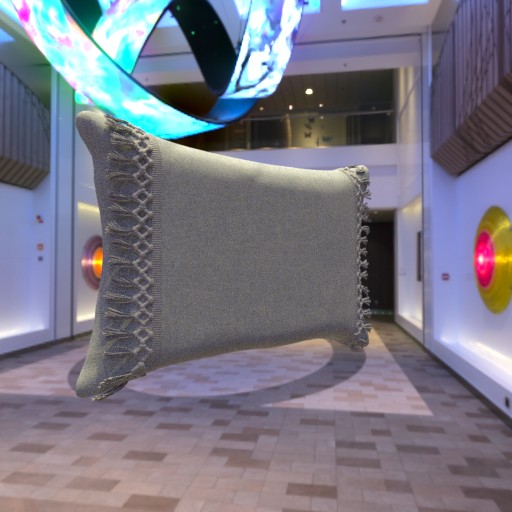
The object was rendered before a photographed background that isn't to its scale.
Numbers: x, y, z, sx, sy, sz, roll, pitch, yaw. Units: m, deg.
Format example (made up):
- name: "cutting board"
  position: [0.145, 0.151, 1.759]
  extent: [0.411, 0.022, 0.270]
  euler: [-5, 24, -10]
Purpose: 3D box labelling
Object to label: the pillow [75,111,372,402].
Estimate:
- name: "pillow"
  position: [0.000, 0.000, 0.596]
  extent: [0.466, 0.305, 0.084]
  euler: [1, -2, -37]
